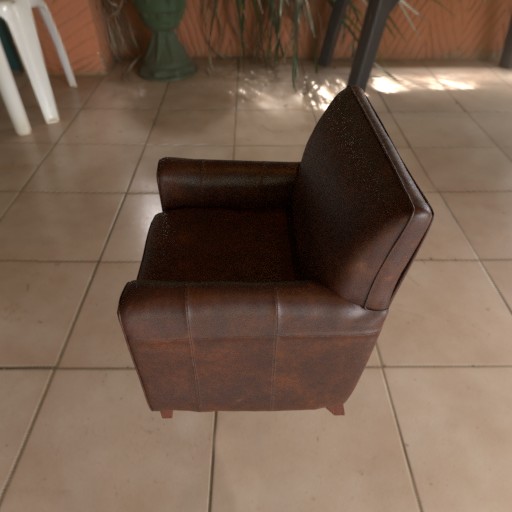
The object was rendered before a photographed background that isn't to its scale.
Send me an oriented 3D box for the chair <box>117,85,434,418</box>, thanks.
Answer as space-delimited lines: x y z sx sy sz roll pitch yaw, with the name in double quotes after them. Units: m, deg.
0.000 0.000 1.604 0.823 0.943 0.870 -1 41 -1 "chair"
